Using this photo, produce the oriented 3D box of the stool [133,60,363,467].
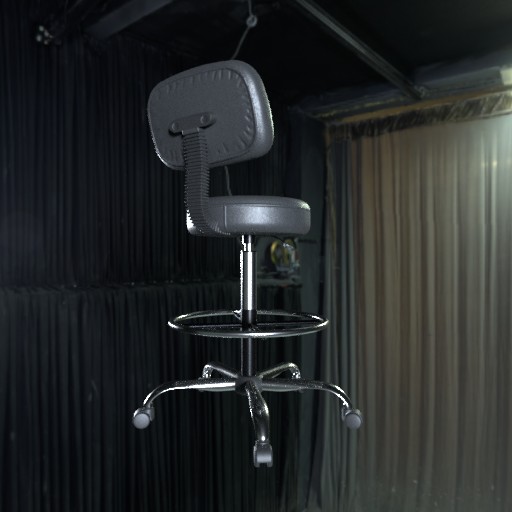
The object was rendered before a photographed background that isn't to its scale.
[{"bbox_3d":[0.000,0.000,1.497,0.694,1.069,0.658,0,0,35],"label":"stool"}]
